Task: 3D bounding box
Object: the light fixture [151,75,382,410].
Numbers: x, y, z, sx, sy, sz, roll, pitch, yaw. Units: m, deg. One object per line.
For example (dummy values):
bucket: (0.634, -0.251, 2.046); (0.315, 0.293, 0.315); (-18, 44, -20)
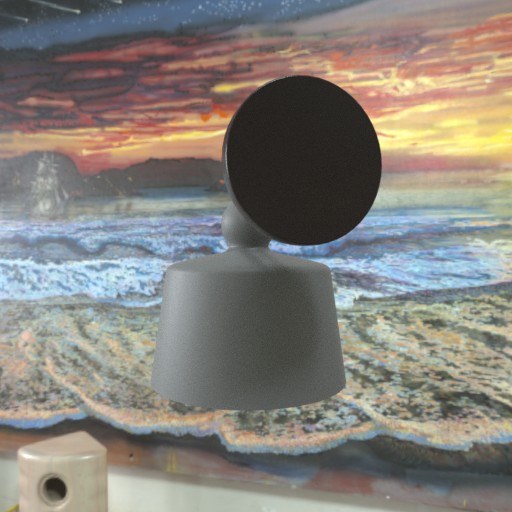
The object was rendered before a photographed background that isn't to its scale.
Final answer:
light fixture: (0.000, 0.000, 0.447); (0.204, 0.268, 0.254); (0, 1, -18)
